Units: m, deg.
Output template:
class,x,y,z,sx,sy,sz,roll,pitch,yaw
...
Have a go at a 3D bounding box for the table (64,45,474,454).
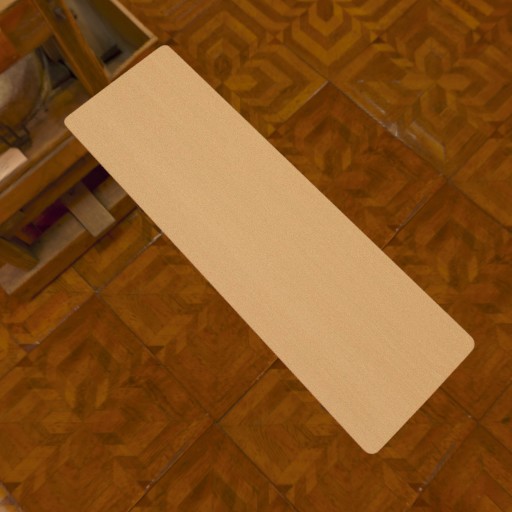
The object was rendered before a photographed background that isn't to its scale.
class,x,y,z,sx,sy,sz,roll,pitch,yaw
table,0.000,0.000,1.724,0.446,0.750,1.397,-42,79,-10
